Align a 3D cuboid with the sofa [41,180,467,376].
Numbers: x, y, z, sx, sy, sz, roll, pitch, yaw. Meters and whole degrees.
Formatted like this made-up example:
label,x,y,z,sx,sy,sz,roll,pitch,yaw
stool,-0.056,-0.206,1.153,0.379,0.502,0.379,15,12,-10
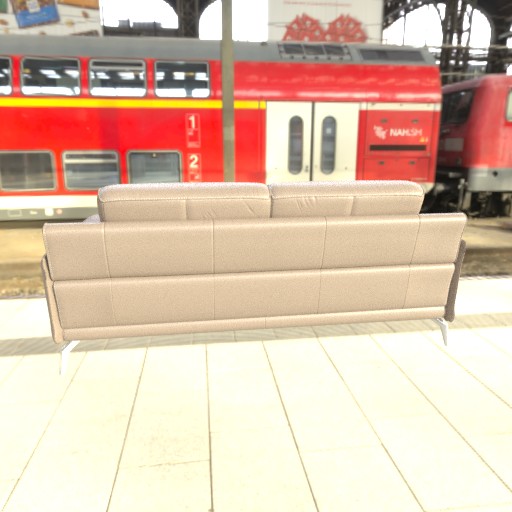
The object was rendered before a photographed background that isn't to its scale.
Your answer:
label,x,y,z,sx,sy,sz,roll,pitch,yaw
sofa,0.000,0.000,2.557,2.101,0.930,1.049,-2,14,-9
